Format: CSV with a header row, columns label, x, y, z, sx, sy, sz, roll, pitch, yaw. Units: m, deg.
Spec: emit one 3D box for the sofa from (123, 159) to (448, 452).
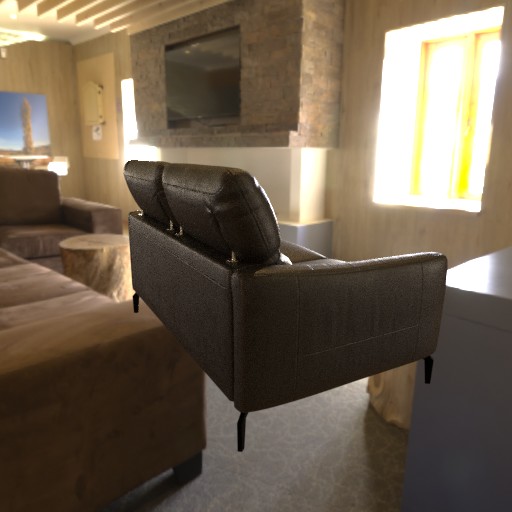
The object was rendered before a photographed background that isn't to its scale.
label,x,y,z,sx,sy,sz,roll,pitch,yaw
sofa,0.000,0.000,2.191,0.958,0.920,1.596,-7,15,-27
